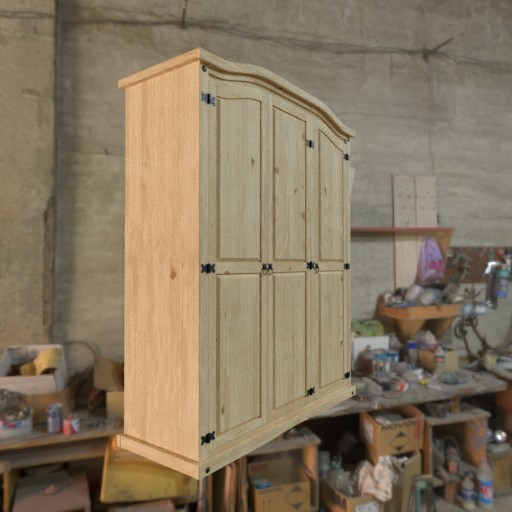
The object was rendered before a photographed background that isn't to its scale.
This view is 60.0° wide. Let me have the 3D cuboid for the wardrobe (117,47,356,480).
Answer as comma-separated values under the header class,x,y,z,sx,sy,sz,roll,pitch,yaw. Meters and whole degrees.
class,x,y,z,sx,sy,sz,roll,pitch,yaw
wardrobe,0.000,0.000,2.603,0.570,1.870,1.500,-1,-1,38
